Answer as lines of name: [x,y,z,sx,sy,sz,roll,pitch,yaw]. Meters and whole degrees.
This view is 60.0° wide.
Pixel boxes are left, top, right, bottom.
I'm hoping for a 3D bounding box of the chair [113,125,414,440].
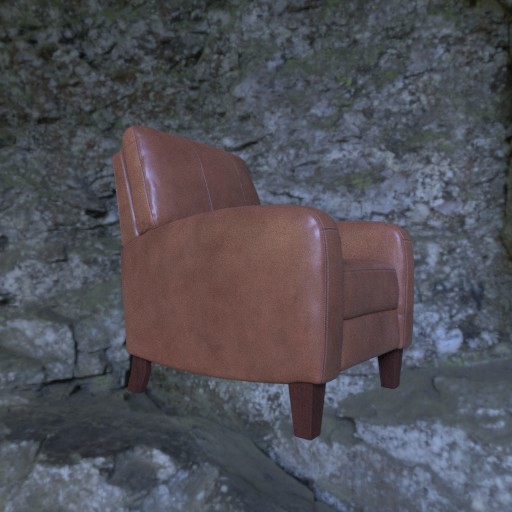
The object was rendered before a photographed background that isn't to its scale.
chair: [0.000,0.000,1.685,0.990,0.990,0.762,-1,-1,37]
